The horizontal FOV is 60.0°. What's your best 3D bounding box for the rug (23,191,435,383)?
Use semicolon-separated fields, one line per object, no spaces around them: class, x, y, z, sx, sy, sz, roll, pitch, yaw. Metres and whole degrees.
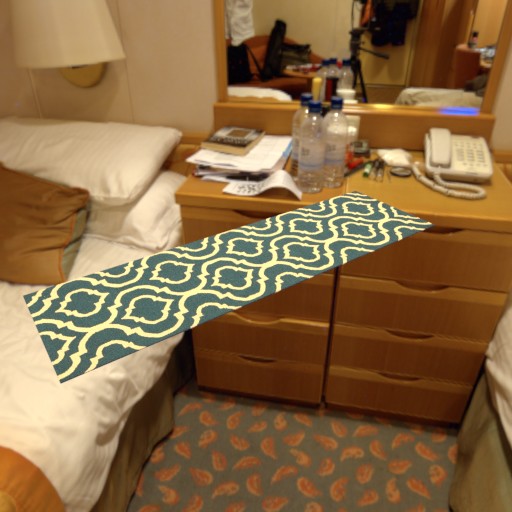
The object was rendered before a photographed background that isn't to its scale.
rug;0.000;0.000;2.488;2.296;0.006;0.685;-20;36;-30
